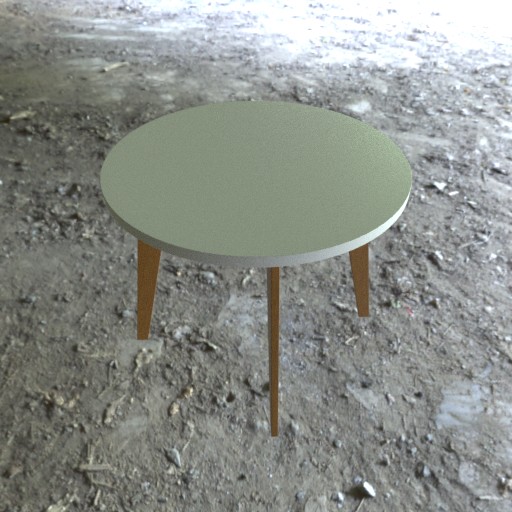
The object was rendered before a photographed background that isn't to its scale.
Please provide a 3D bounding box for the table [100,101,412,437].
[{"bbox_3d":[0.000,0.000,1.564,0.896,0.762,0.896,0,41,0],"label":"table"}]
